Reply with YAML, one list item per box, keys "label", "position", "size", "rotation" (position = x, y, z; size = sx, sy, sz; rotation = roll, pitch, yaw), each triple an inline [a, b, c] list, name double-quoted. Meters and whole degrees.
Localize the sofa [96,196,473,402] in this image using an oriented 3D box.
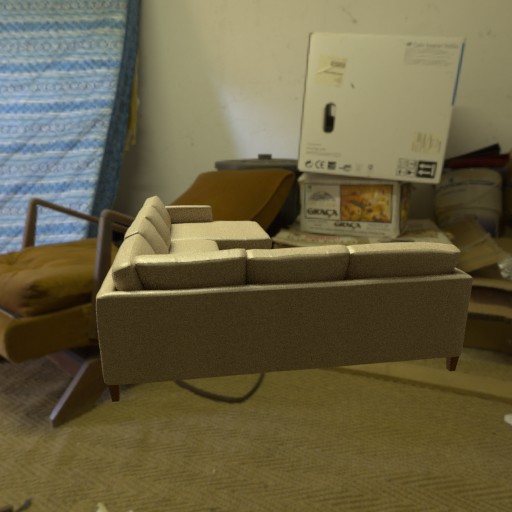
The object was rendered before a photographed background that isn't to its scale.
- label: "sofa"
  position: [0.000, 0.000, 4.603]
  size: [2.594, 0.961, 3.460]
  rotation: [-3, 16, -9]
